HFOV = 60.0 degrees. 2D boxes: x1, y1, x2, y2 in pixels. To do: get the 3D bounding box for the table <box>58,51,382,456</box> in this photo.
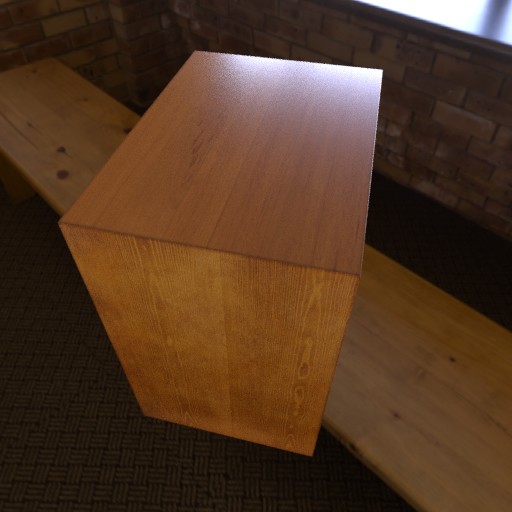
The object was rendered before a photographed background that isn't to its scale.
[{"bbox_3d":[0.000,0.000,0.949,0.400,0.605,0.550,10,48,9],"label":"table"}]
